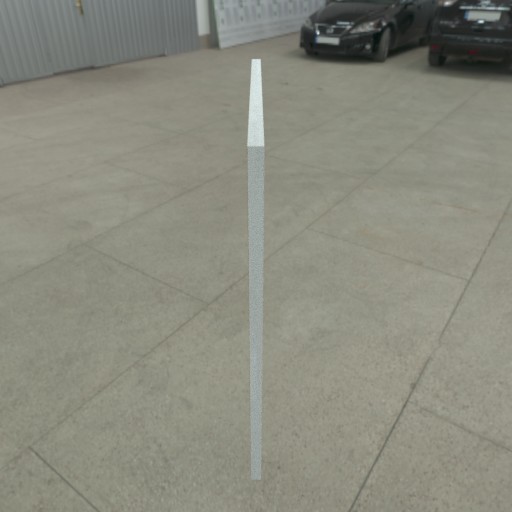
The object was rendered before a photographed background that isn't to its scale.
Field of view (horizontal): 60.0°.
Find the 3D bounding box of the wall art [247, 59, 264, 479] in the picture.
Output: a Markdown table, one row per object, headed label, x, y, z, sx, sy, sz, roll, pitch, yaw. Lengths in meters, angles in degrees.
| label | x | y | z | sx | sy | sz | roll | pitch | yaw |
| --- | --- | --- | --- | --- | --- | --- | --- | --- | --- |
| wall art | 0.000 | 0.000 | 0.981 | 0.021 | 0.710 | 0.609 | 0 | 33 | 0 |
